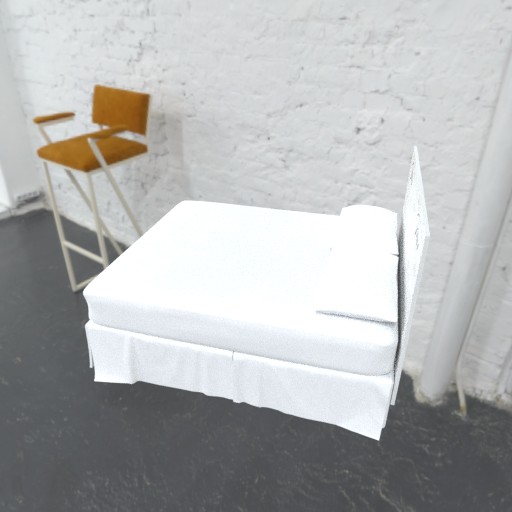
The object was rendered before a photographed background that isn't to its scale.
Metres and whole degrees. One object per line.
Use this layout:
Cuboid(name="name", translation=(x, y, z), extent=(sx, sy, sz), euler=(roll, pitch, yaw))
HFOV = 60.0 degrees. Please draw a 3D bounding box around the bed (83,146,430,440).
Cuboid(name="bed", translation=(0.000, 0.000, 3.259), extent=(2.094, 1.335, 1.745), euler=(8, 30, 13))
